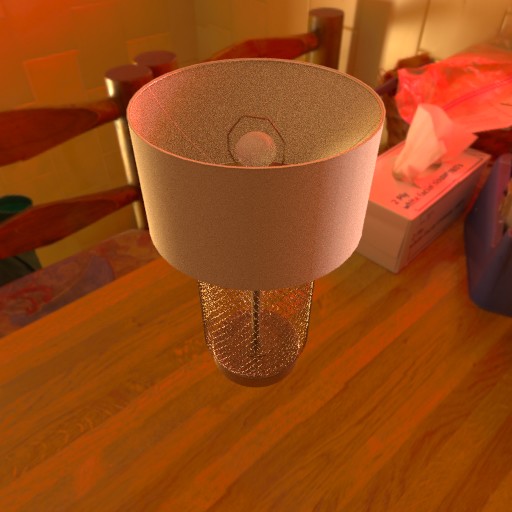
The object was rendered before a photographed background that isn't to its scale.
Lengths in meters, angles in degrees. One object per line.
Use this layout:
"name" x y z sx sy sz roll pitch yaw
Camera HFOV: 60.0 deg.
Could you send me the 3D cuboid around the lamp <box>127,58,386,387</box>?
"lamp" 0.000 0.000 0.809 0.353 0.578 0.353 0 42 0
